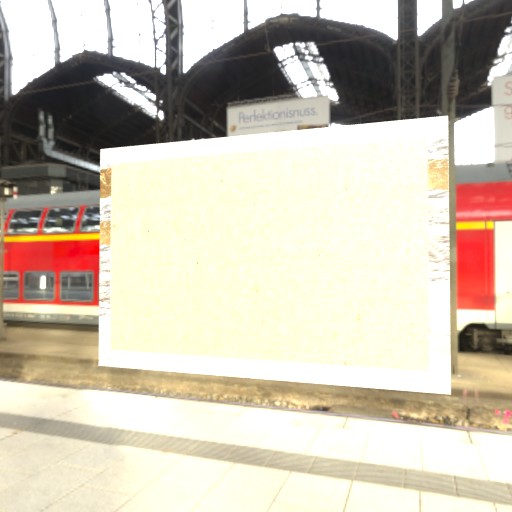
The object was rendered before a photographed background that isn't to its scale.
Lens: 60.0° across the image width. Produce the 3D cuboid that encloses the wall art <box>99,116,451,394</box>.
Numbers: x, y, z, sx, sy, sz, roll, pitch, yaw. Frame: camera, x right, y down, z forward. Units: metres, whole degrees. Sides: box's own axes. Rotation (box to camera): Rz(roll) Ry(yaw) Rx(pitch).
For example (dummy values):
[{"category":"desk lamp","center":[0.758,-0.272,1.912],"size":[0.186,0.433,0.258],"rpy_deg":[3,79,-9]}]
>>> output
[{"category":"wall art","center":[0.000,0.000,0.758],"size":[0.606,0.407,0.041],"rpy_deg":[0,-1,18]}]
